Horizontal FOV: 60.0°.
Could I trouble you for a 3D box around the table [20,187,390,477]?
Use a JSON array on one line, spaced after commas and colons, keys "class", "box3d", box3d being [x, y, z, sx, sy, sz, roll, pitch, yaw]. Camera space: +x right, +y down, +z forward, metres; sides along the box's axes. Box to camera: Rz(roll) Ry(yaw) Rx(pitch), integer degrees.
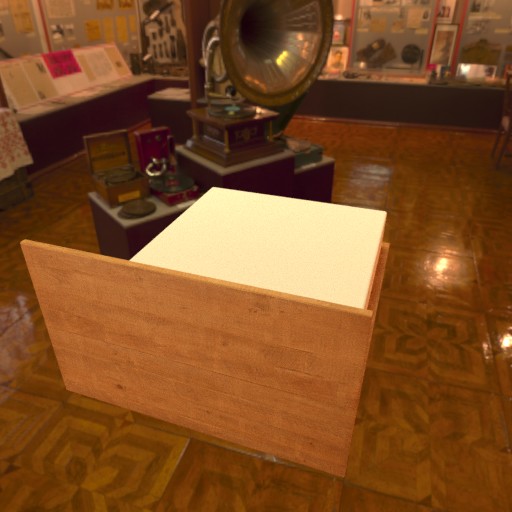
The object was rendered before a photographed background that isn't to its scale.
[{"class": "table", "box3d": [0.000, 0.000, 3.072, 1.707, 1.041, 2.149, 10, 33, 17]}]
